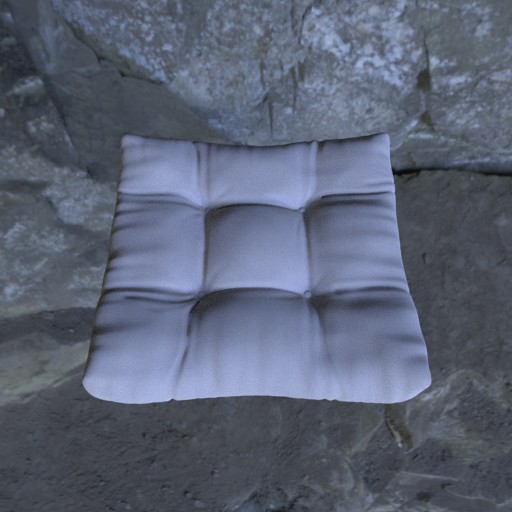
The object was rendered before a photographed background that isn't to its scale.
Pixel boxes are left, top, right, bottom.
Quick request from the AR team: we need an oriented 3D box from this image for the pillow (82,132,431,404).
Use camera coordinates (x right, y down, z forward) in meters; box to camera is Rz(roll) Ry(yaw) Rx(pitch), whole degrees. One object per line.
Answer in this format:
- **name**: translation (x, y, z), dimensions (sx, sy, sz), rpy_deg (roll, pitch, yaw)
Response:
- **pillow**: translation (0.000, 0.000, 0.733), dimensions (0.490, 0.128, 0.468), rpy_deg (0, 63, 0)
